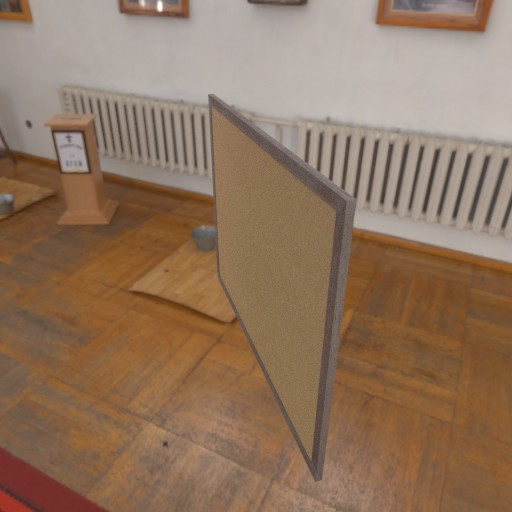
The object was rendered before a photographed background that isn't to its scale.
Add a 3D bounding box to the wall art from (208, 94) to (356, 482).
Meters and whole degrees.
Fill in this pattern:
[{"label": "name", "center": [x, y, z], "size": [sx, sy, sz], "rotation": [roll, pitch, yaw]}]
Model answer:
[{"label": "wall art", "center": [0.000, 0.000, 1.355], "size": [0.019, 0.774, 1.012], "rotation": [-10, 31, -16]}]
